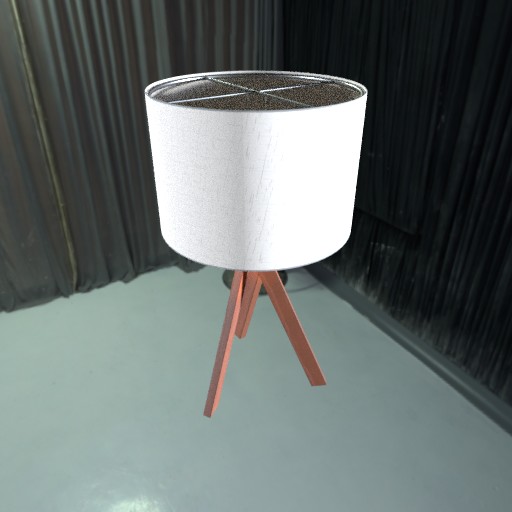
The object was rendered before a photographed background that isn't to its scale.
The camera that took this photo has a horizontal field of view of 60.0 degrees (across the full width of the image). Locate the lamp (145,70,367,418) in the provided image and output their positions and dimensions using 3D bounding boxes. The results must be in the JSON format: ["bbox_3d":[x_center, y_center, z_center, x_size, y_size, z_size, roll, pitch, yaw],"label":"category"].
[{"bbox_3d":[0.000,0.000,0.947,0.380,0.686,0.380,-19,35,-29],"label":"lamp"}]
